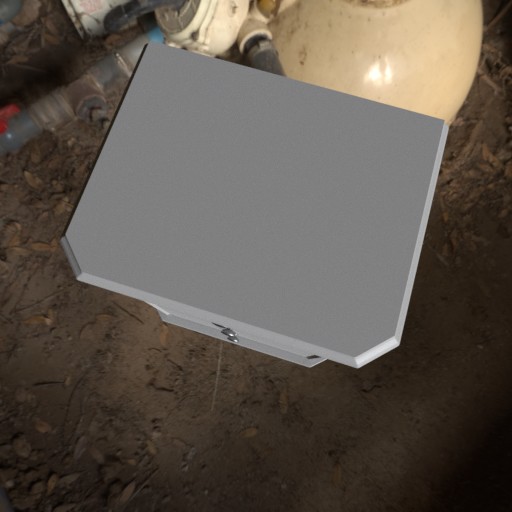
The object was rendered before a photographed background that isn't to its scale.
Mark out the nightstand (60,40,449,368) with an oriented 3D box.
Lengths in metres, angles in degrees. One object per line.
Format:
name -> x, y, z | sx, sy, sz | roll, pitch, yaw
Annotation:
nightstand -> 0.000, 0.000, 0.903 | 0.450, 0.680, 0.350 | 17, 76, 4
